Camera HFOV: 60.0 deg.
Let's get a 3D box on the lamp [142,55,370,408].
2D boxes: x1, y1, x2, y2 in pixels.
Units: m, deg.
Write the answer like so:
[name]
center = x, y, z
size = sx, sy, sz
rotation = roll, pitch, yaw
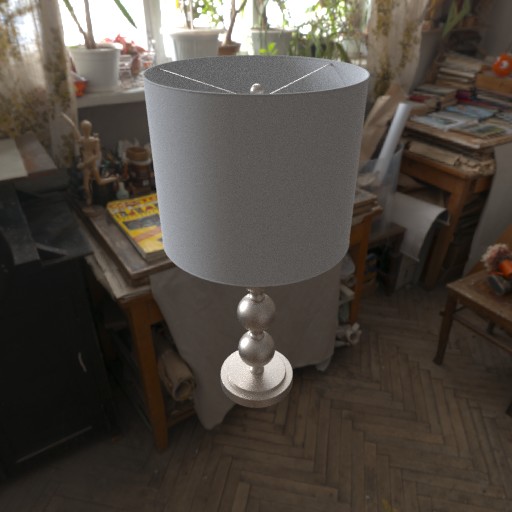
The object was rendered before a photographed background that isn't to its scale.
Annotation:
[lamp]
center = 0.000, 0.000, 0.688
size = 0.277, 0.538, 0.277
rotation = 9, 33, 15
